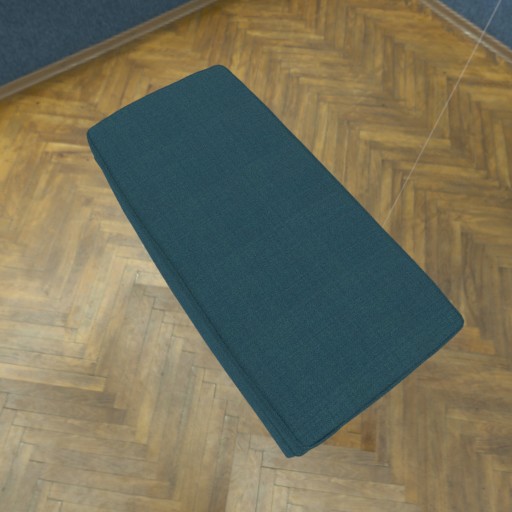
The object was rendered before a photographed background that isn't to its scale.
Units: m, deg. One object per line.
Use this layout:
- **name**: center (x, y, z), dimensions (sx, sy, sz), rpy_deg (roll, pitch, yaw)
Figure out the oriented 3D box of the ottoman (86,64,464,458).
- **ottoman**: center (0.000, 0.000, 1.213), dimensions (0.474, 0.474, 0.943), rpy_deg (-32, 68, -14)
